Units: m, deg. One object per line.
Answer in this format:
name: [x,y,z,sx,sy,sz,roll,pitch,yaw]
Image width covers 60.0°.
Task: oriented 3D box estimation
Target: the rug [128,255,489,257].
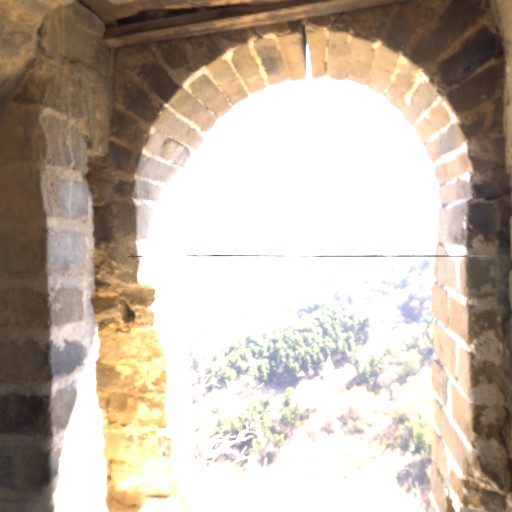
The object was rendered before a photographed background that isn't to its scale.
rug: [0.000,0.000,2.568,0.686,0.013,2.340,0,0,-36]
